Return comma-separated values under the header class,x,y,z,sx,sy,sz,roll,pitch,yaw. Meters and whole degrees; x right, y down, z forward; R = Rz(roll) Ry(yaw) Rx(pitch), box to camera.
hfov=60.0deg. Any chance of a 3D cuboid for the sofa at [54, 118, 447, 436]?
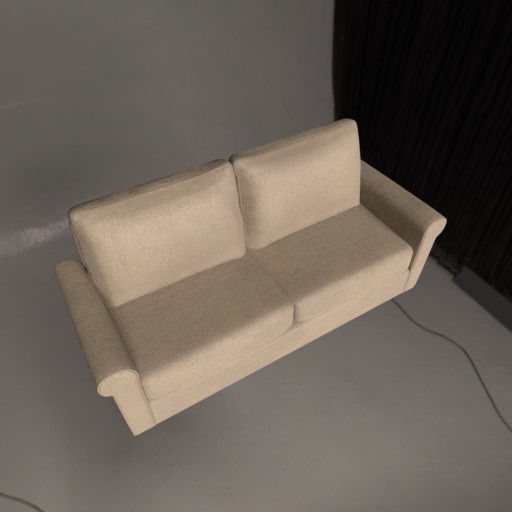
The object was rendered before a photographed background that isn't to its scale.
class,x,y,z,sx,sy,sz,roll,pitch,yaw
sofa,0.000,0.000,2.404,1.935,0.942,0.842,-23,50,-21
